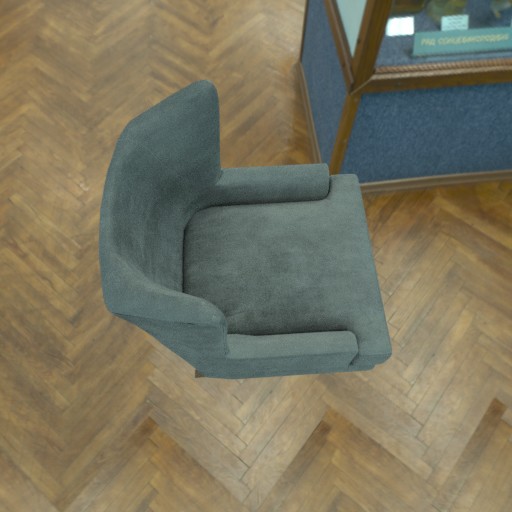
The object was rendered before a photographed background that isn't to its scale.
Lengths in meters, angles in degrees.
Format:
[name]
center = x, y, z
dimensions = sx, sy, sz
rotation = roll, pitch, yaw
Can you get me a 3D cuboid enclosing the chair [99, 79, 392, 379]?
[chair]
center = 0.000, 0.000, 1.618
dimensions = 0.906, 0.950, 0.784
rotation = -3, 65, -2
